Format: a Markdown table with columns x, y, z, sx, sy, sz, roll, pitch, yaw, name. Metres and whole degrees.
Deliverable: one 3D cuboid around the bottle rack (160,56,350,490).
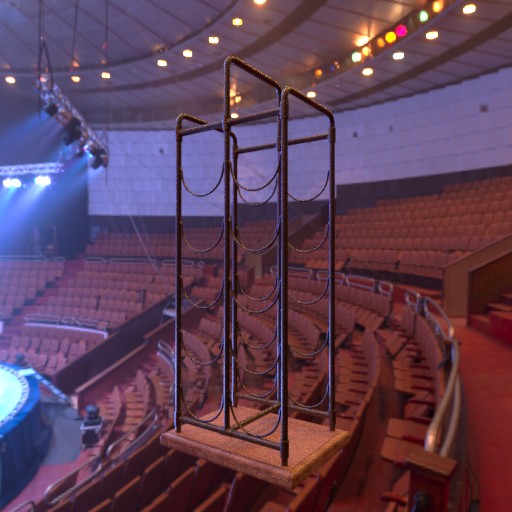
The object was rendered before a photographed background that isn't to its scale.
| x | y | z | sx | sy | sz | roll | pitch | yaw | name |
| --- | --- | --- | --- | --- | --- | --- | --- | --- | --- |
| 0.000 | 0.000 | 0.805 | 0.276 | 0.680 | 0.208 | 0 | 0 | 35 | bottle rack |
